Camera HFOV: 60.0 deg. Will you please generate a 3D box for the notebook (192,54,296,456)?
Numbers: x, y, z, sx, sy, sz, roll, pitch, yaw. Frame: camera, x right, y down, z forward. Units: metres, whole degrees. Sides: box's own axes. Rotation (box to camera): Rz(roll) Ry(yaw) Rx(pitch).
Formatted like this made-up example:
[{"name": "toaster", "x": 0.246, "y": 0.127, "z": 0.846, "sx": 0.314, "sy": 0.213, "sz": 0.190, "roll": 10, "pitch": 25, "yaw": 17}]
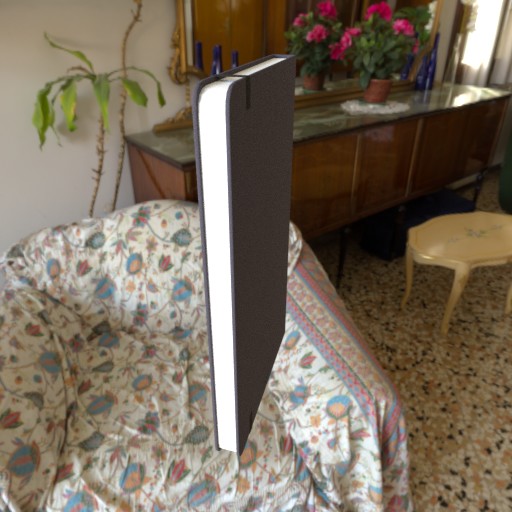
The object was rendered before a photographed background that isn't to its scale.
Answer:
[{"name": "notebook", "x": 0.000, "y": 0.000, "z": 0.268, "sx": 0.016, "sy": 0.213, "sz": 0.127, "roll": 8, "pitch": 30, "yaw": 14}]
